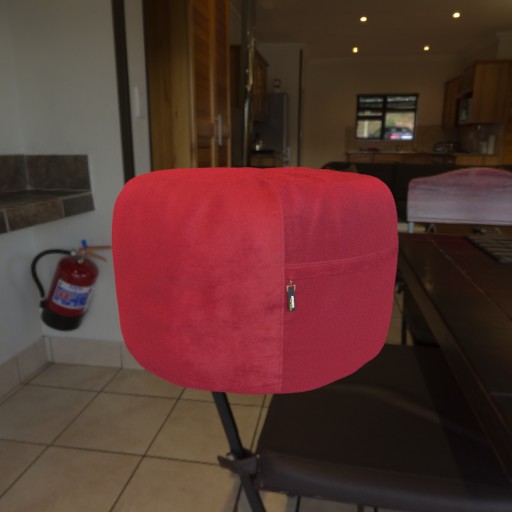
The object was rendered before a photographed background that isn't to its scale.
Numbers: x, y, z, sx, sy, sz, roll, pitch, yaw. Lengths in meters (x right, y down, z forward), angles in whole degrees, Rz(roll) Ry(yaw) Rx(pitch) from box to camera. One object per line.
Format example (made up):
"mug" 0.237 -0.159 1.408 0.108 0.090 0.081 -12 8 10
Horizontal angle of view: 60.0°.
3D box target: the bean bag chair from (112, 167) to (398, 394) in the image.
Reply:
"bean bag chair" 0.000 0.000 1.983 1.219 0.762 1.219 0 14 0
